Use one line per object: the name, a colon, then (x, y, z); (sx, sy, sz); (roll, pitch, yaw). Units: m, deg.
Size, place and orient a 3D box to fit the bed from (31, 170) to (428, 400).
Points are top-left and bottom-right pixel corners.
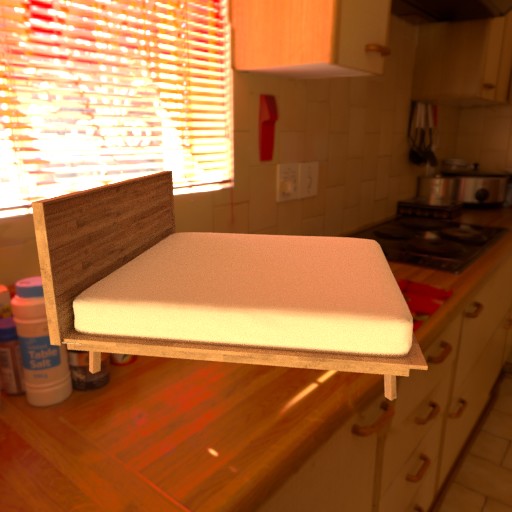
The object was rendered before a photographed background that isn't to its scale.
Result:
bed: (0.000, 0.000, 3.412); (2.167, 1.100, 2.116); (2, 16, 9)
